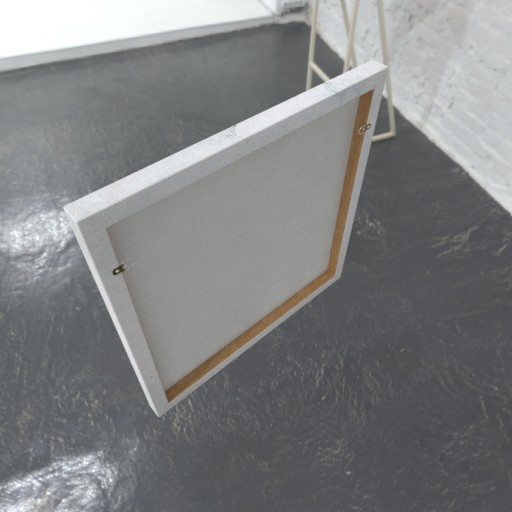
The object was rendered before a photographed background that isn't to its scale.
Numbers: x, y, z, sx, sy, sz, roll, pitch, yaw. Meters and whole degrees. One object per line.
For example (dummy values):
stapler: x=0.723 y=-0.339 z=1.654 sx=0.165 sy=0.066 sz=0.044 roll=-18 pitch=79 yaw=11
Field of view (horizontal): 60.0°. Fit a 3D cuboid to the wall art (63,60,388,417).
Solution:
wall art: x=0.000 y=0.000 z=0.908 sx=0.612 sy=0.612 sz=0.040 roll=-33 pitch=56 yaw=-26
